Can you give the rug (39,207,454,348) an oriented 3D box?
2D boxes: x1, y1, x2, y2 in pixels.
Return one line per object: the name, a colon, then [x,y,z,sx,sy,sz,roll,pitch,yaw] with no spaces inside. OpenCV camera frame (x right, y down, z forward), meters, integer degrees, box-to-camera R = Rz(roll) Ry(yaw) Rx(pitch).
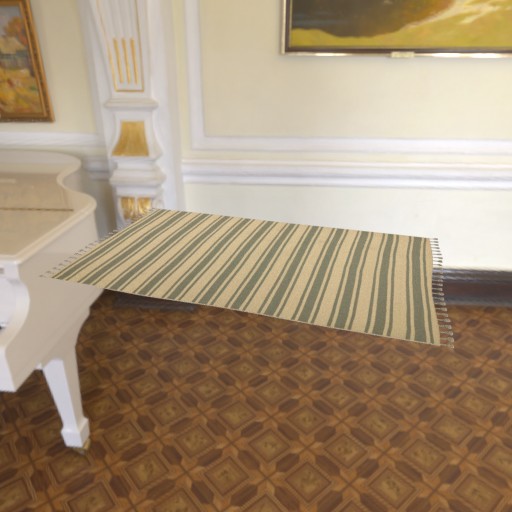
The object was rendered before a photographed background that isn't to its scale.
rug: [0.000,0.000,2.598,2.084,0.009,1.222,8,26,16]
